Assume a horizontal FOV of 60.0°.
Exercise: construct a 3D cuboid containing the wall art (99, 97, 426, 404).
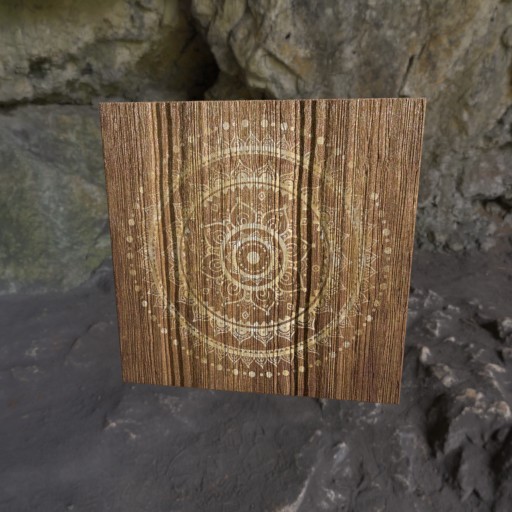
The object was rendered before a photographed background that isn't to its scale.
[{"bbox_3d":[0.000,0.000,0.610,0.406,0.403,0.039,2,14,8],"label":"wall art"}]
